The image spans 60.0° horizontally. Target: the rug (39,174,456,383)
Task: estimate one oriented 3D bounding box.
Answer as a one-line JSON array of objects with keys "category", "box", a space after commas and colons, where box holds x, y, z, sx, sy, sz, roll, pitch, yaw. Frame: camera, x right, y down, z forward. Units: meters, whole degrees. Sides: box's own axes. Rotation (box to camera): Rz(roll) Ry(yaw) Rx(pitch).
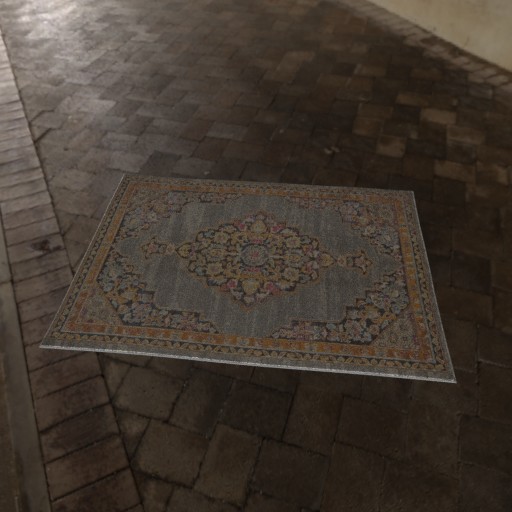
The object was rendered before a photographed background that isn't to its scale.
[{"category": "rug", "box": [0.000, 0.000, 3.742, 2.901, 0.026, 2.043, 4, 47, 4]}]
